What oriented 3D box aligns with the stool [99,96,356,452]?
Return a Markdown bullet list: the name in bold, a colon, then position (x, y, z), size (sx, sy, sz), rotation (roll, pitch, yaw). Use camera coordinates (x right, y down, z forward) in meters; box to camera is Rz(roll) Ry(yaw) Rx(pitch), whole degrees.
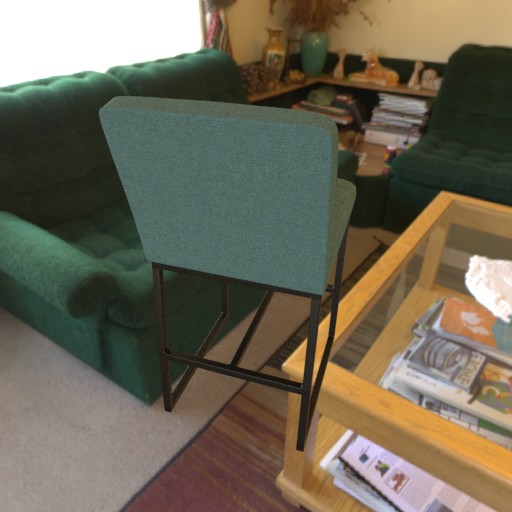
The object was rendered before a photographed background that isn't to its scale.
- **stool**: position (0.000, 0.000, 1.240), size (0.460, 0.940, 0.560), rotation (10, 34, 16)
